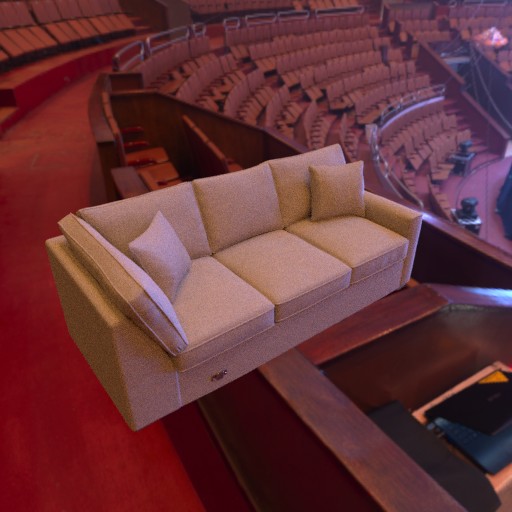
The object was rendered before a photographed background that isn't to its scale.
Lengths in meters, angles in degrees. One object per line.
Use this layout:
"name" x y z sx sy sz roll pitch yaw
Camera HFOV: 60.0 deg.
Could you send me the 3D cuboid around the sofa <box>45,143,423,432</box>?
"sofa" 0.000 0.000 2.962 2.317 0.962 1.061 -21 37 -32
